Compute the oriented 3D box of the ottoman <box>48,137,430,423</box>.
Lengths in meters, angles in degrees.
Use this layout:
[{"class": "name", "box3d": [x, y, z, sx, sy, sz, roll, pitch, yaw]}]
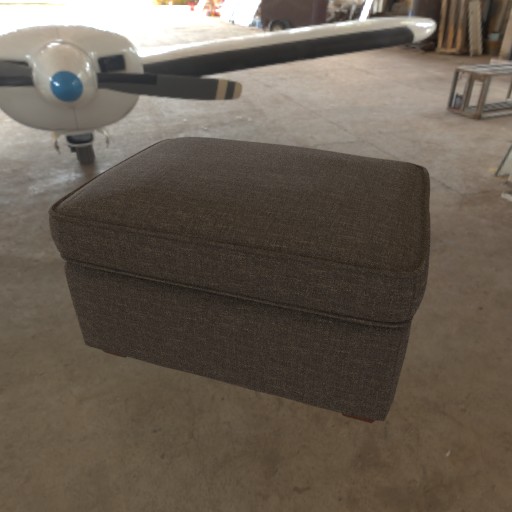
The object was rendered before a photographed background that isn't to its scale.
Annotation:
[{"class": "ottoman", "box3d": [0.000, 0.000, 1.086, 0.749, 0.450, 0.549, 10, 33, 16]}]
